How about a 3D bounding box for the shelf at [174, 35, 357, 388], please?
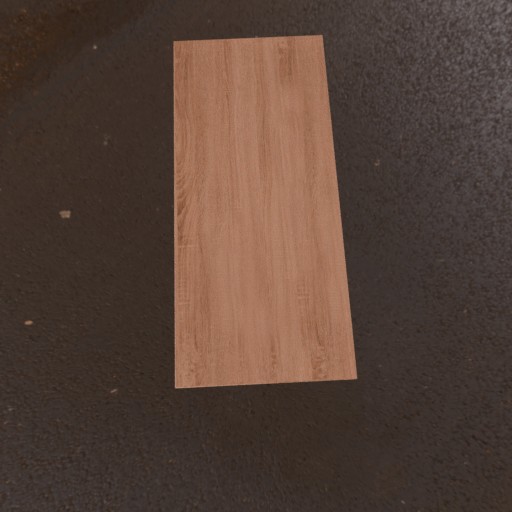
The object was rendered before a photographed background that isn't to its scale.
[{"bbox_3d":[0.000,0.000,1.883,0.450,1.390,1.000,-3,76,-1],"label":"shelf"}]
